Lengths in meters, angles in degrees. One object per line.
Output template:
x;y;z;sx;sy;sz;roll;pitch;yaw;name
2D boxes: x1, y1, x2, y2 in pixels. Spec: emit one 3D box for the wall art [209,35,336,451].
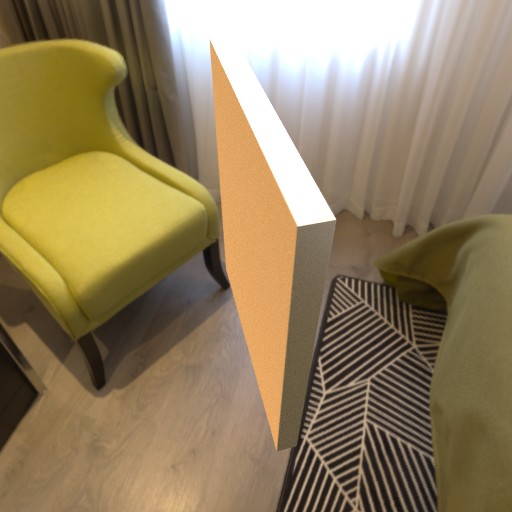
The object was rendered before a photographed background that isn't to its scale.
0.000;0.000;0.751;0.038;0.549;0.452;-10;47;-10;wall art
